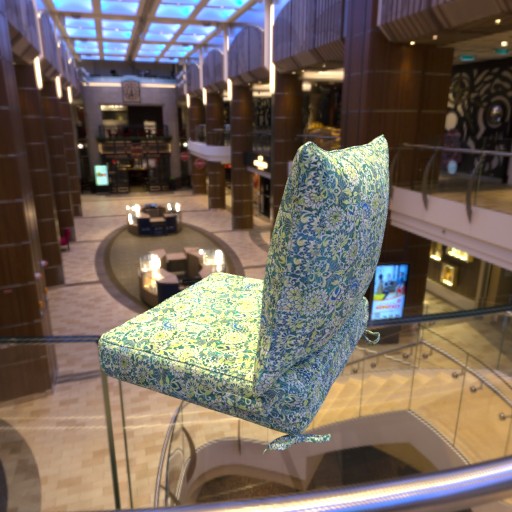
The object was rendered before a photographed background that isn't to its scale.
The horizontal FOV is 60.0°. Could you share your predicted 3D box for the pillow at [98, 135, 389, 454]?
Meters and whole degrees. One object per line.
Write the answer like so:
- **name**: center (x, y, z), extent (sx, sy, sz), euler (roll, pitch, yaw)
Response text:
- **pillow**: center (0.000, 0.000, 1.372), extent (0.740, 0.722, 0.798), euler (8, 19, 25)
